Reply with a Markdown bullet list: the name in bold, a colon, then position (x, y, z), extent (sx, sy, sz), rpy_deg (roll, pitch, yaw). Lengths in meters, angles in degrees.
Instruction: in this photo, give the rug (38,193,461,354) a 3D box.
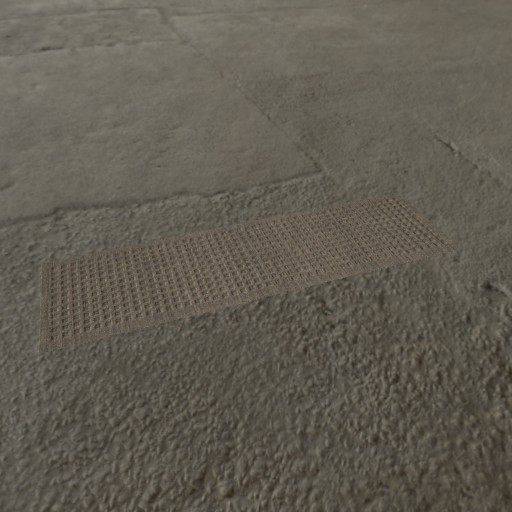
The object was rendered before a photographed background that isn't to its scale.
- **rug**: position (0.000, 0.000, 2.682), extent (2.443, 0.009, 0.706), rpy_deg (-12, 41, -15)
